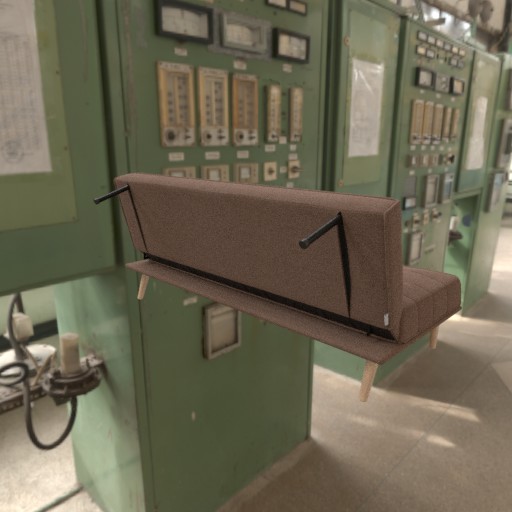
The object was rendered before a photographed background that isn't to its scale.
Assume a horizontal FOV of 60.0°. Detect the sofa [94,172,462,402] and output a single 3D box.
[{"bbox_3d":[0.000,0.000,2.367,1.820,0.810,1.038,14,20,43],"label":"sofa"}]
